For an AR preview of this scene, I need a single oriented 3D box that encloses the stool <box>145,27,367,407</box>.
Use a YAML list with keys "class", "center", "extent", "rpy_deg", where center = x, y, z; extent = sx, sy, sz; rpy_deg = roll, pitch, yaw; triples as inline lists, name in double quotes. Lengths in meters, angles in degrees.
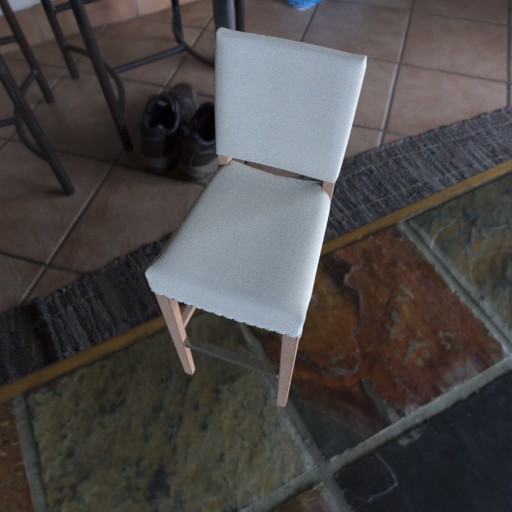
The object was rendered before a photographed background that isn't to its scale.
- class: "stool"
  center: [0.000, 0.000, 1.398]
  extent: [0.428, 1.143, 0.546]
  rpy_deg: [16, 58, 11]
